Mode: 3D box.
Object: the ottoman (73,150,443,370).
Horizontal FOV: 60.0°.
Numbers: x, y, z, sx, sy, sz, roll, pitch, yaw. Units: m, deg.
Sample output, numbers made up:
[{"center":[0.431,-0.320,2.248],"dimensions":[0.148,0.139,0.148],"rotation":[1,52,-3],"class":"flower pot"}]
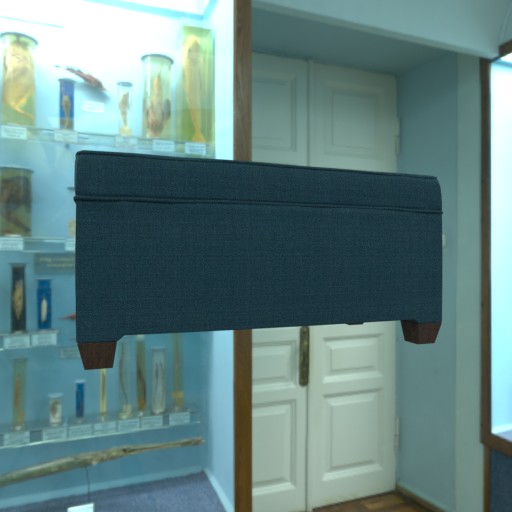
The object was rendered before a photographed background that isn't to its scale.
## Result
[{"center":[0.000,0.000,1.250],"dimensions":[0.943,0.474,0.474],"rotation":[0,0,-19],"class":"ottoman"}]
